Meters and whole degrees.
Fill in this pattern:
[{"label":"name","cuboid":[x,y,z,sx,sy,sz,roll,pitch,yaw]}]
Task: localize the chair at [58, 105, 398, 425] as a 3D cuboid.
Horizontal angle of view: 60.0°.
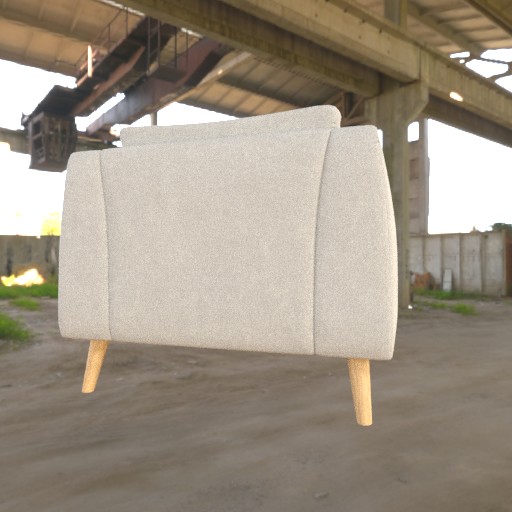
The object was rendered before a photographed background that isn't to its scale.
[{"label":"chair","cuboid":[0.000,0.000,1.653,1.000,0.860,0.930,0,0,18]}]
